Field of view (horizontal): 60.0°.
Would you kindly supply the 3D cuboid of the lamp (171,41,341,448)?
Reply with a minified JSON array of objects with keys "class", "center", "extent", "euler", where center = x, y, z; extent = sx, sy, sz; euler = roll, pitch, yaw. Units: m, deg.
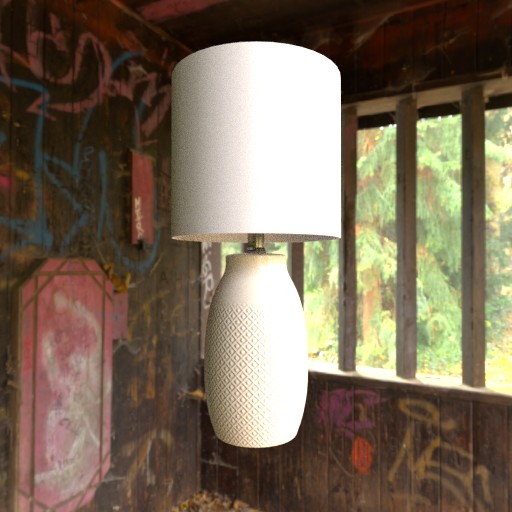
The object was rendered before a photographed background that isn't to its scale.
[{"class":"lamp","center":[0.000,0.000,0.576],"extent":[0.217,0.453,0.217],"euler":[0,-1,0]}]
